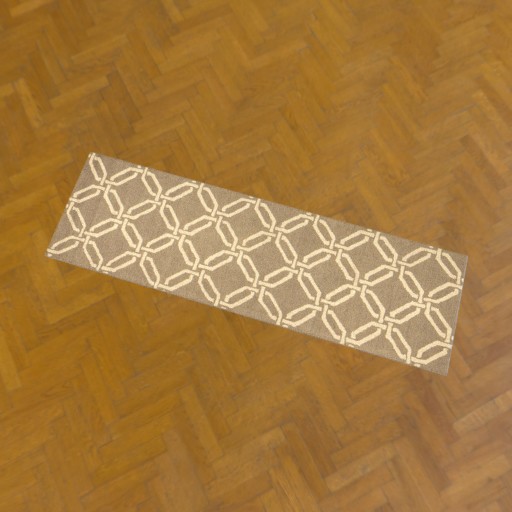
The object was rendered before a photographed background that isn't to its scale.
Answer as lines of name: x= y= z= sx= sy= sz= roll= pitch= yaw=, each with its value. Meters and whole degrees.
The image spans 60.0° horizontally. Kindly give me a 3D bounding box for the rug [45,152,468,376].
rug: x=0.000 y=0.000 z=2.483 sx=2.276 sy=0.014 sz=0.678 roll=16 pitch=75 yaw=4
